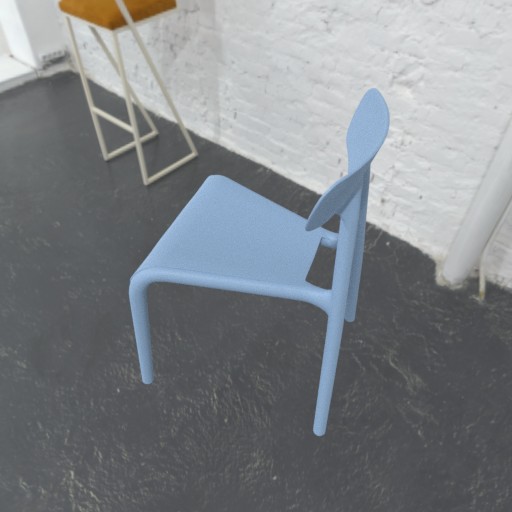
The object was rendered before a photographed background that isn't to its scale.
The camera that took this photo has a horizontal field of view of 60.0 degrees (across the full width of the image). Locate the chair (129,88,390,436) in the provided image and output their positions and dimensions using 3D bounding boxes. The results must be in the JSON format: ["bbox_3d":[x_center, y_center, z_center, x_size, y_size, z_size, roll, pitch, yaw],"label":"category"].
[{"bbox_3d":[0.000,0.000,0.825,0.401,0.580,0.356,15,47,14],"label":"chair"}]
